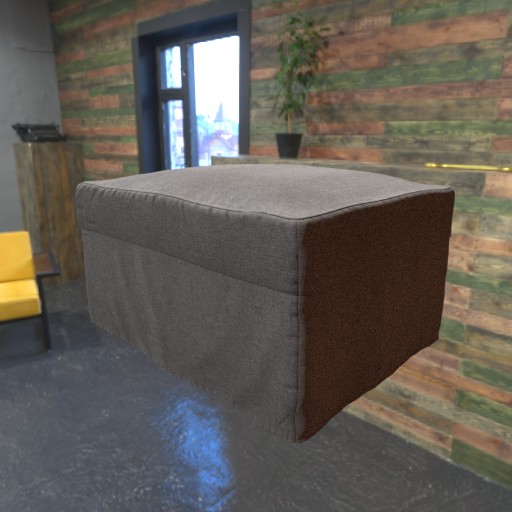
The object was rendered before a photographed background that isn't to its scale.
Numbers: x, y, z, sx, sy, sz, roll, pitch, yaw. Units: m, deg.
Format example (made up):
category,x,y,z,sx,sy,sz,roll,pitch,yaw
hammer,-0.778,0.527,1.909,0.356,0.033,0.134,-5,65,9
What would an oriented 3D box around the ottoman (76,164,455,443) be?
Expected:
category,x,y,z,sx,sy,sz,roll,pitch,yaw
ottoman,0.000,0.000,1.242,0.833,0.492,0.652,14,21,42
